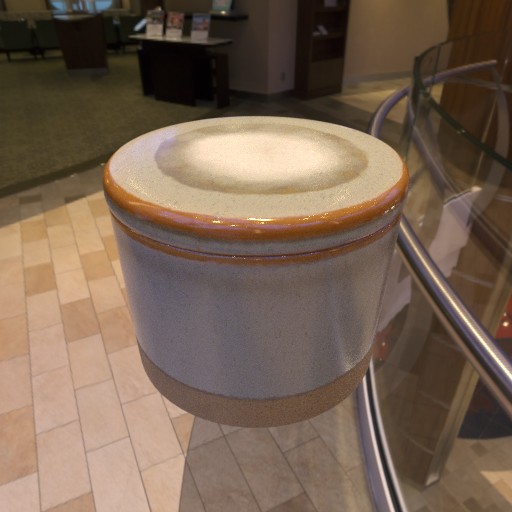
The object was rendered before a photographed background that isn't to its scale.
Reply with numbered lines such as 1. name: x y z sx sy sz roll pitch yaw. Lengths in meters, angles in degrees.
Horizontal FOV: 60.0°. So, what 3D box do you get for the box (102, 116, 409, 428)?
1. box: 0.000 0.000 0.208 0.123 0.100 0.123 0 32 0
